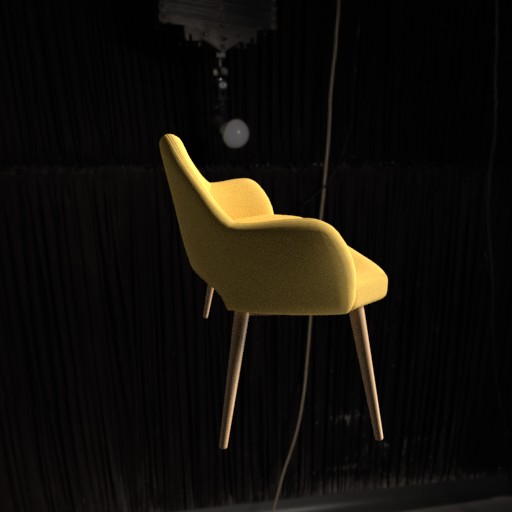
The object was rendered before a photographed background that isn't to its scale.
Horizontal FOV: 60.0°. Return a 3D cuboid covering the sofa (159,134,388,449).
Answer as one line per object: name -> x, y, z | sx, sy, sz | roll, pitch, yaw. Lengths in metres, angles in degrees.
sofa -> 0.000, 0.000, 1.599 | 0.610, 0.840, 1.150 | -2, 15, -9
